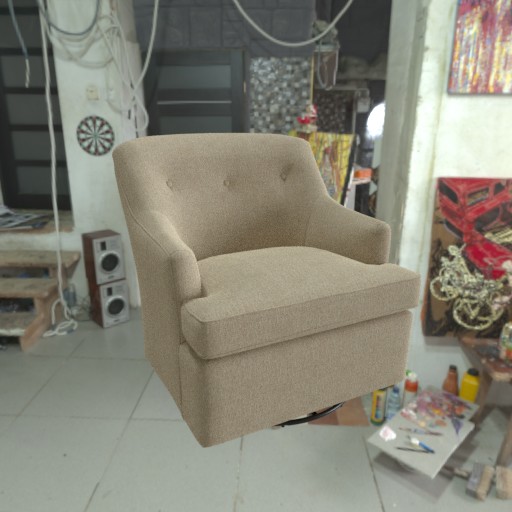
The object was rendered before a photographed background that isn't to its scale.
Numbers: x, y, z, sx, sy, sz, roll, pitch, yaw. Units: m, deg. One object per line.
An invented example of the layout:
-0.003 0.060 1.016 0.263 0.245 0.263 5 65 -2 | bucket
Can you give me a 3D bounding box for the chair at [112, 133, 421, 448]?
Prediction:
0.000 0.000 1.643 0.864 0.856 0.923 -9 19 -26 | chair
